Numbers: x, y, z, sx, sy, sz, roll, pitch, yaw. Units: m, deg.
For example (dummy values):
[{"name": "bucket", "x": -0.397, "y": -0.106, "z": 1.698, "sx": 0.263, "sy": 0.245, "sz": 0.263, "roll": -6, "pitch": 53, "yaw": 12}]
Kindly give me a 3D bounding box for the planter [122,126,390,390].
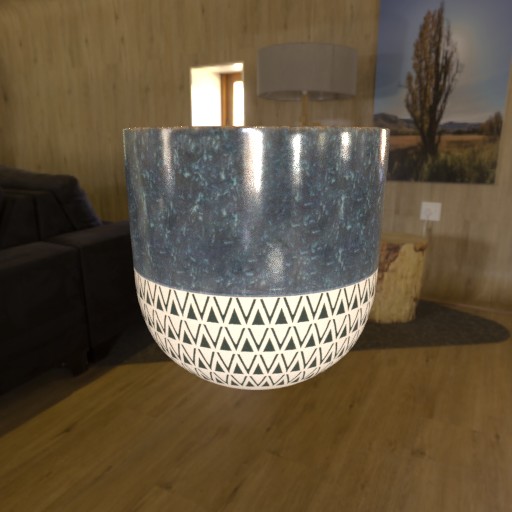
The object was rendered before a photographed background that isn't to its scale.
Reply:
[{"name": "planter", "x": 0.000, "y": 0.000, "z": 0.491, "sx": 0.266, "sy": 0.270, "sz": 0.266, "roll": 0, "pitch": 15, "yaw": 0}]
